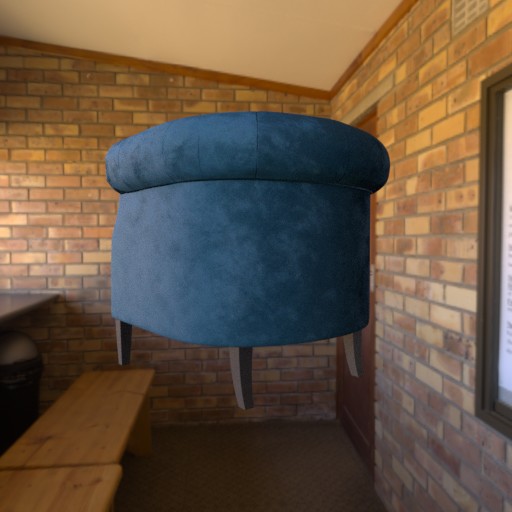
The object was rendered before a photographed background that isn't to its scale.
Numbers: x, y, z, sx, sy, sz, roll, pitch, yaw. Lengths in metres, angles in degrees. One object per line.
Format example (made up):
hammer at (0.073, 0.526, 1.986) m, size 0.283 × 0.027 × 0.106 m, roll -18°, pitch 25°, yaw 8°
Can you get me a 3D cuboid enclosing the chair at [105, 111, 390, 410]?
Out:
chair at (0.000, 0.000, 1.589) m, size 0.904 × 0.826 × 0.851 m, roll -1°, pitch 2°, yaw -38°
